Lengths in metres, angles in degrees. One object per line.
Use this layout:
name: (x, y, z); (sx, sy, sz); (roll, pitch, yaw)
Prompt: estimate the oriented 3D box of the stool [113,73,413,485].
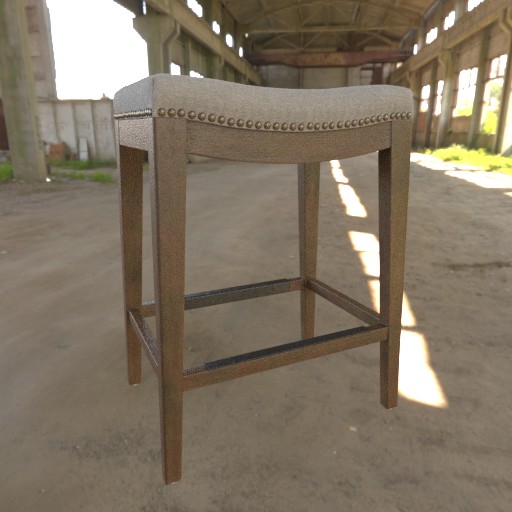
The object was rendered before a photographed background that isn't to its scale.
stool: (0.000, 0.000, 0.915); (0.508, 0.660, 0.356); (-8, 18, -24)
